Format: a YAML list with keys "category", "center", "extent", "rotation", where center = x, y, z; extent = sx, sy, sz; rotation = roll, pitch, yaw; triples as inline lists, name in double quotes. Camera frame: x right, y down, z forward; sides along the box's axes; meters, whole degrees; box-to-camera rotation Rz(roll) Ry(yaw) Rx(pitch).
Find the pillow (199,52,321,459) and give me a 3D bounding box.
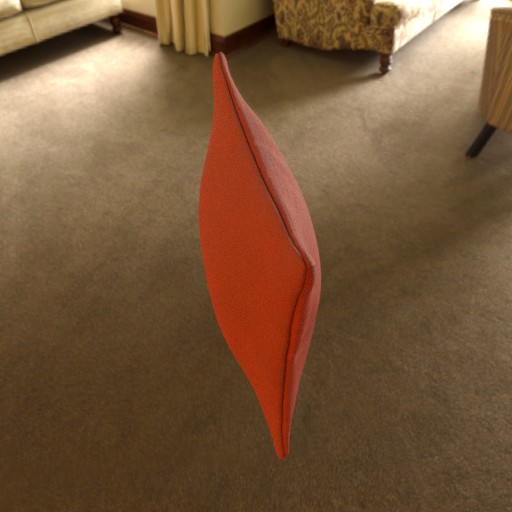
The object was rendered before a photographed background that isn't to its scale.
- category: "pillow"
  center: [0.000, 0.000, 0.642]
  extent: [0.151, 0.416, 0.435]
  rotation: [-9, 47, -9]
